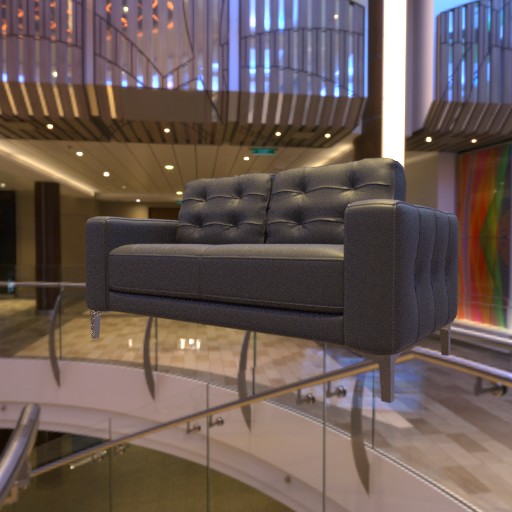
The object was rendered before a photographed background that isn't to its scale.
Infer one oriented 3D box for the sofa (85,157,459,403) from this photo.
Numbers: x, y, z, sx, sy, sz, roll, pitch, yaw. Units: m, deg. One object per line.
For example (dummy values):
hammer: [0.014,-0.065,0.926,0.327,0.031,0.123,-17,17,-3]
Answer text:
sofa: [0.000,0.000,2.199,1.726,0.893,0.833,1,2,37]
